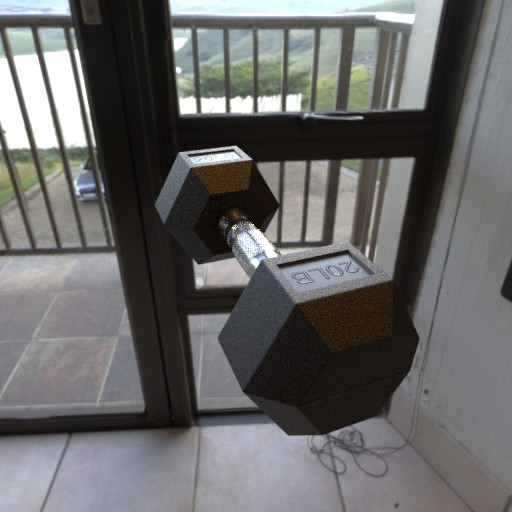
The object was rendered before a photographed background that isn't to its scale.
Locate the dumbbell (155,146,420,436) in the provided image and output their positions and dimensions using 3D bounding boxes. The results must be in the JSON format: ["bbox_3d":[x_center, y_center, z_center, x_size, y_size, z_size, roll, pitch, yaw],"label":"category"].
[{"bbox_3d":[0.000,0.000,0.327,0.106,0.092,0.272,-11,33,-18],"label":"dumbbell"}]
